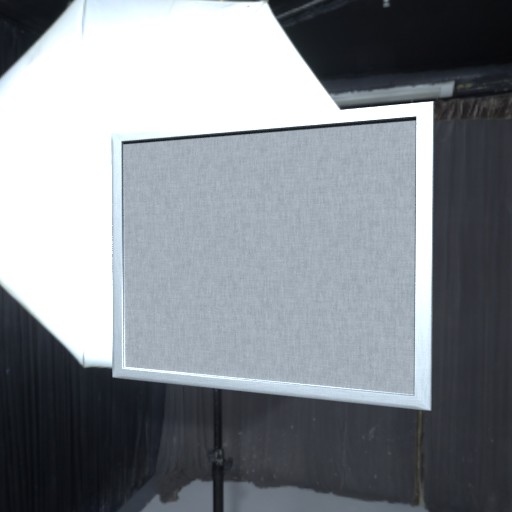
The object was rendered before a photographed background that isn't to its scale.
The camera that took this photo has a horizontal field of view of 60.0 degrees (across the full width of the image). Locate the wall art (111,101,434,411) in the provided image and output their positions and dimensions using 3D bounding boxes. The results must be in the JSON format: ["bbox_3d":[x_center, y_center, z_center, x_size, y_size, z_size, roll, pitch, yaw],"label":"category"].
[{"bbox_3d":[0.000,0.000,0.750,0.556,0.457,0.028,0,1,18],"label":"wall art"}]
